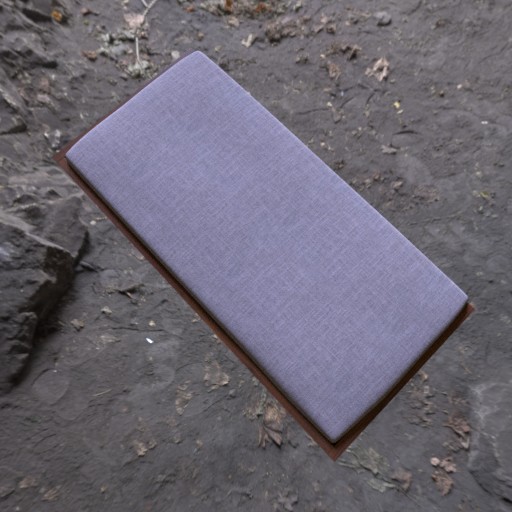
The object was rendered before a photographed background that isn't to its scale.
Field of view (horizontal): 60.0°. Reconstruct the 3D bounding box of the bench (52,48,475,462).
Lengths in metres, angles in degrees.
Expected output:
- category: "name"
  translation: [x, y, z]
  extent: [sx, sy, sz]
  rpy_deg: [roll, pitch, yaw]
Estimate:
- category: "bench"
  translation: [0.000, 0.000, 0.994]
  extent: [0.362, 0.461, 0.734]
  rpy_deg: [-43, 79, -10]
